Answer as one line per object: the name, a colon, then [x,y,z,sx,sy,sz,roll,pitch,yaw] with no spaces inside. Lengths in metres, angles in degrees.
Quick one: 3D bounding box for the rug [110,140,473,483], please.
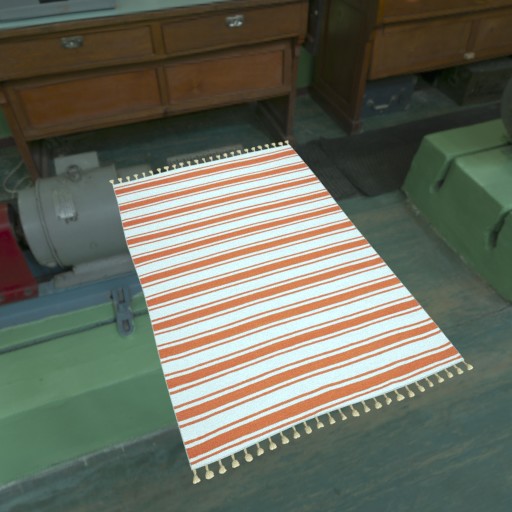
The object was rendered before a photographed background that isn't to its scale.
rug: [0.000,0.000,2.949,1.556,0.022,2.433,-16,49,-15]
